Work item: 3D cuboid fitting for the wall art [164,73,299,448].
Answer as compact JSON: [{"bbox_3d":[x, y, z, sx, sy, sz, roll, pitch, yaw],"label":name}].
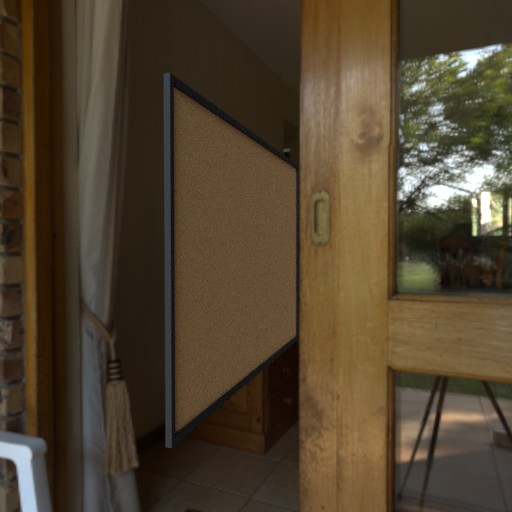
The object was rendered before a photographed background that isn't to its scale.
[{"bbox_3d":[0.000,0.000,1.241,0.013,0.665,0.963,0,2,19],"label":"wall art"}]
